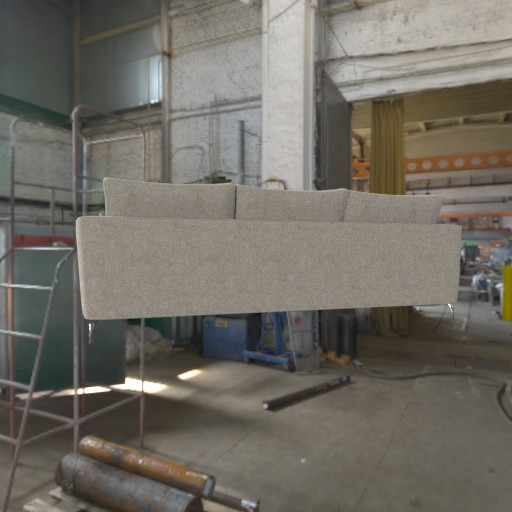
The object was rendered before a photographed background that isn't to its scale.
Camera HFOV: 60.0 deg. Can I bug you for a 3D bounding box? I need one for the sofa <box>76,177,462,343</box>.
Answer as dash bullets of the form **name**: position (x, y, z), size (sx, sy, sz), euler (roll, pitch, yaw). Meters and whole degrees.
- **sofa**: position (0.000, 0.000, 3.329), size (2.438, 0.864, 1.626), euler (0, 1, -18)
